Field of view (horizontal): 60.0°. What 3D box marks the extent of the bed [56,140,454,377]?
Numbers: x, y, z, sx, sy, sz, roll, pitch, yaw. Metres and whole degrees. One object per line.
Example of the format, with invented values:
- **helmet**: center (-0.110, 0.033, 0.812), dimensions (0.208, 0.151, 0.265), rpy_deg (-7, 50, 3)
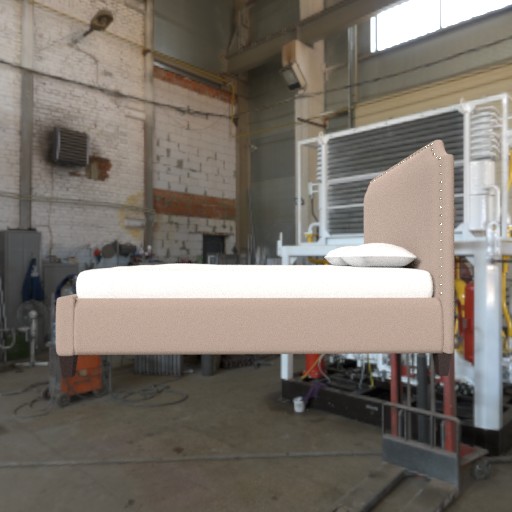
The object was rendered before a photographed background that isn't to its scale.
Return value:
- **bed**: center (0.000, 0.000, 3.438), dimensions (2.372, 1.443, 1.713), rpy_deg (0, 0, -1)
